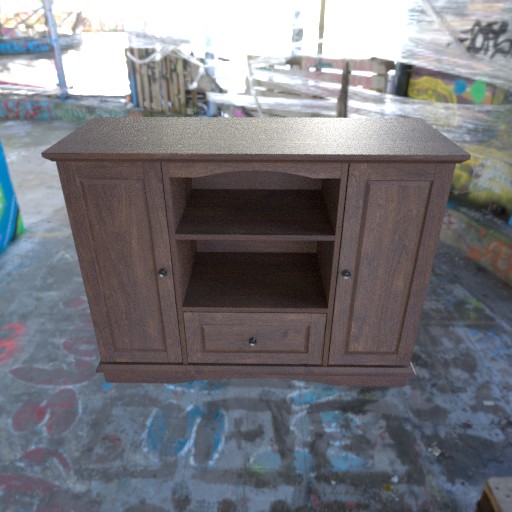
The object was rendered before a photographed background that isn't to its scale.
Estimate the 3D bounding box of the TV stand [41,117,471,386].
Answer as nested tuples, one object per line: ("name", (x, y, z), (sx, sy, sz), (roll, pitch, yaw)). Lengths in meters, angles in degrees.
("TV stand", (0.000, 0.000, 1.476), (1.067, 0.813, 0.406), (0, 30, 1))
